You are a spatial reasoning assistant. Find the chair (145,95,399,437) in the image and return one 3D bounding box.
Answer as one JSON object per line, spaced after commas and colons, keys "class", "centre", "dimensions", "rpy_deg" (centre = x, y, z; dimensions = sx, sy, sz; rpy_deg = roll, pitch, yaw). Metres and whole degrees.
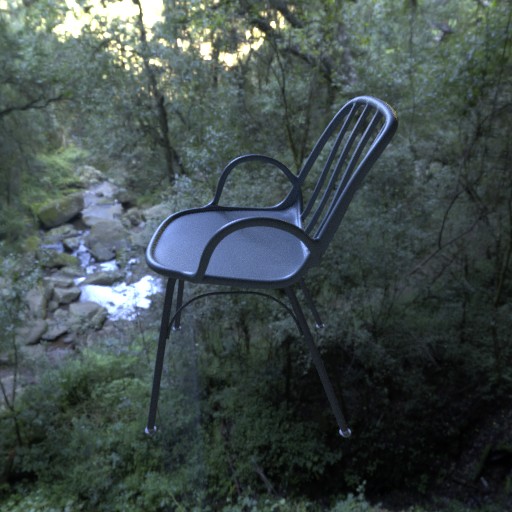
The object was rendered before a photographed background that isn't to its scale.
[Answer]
{"class": "chair", "centre": [0.000, 0.000, 1.215], "dimensions": [0.597, 0.816, 0.549], "rpy_deg": [0, 26, 0]}
